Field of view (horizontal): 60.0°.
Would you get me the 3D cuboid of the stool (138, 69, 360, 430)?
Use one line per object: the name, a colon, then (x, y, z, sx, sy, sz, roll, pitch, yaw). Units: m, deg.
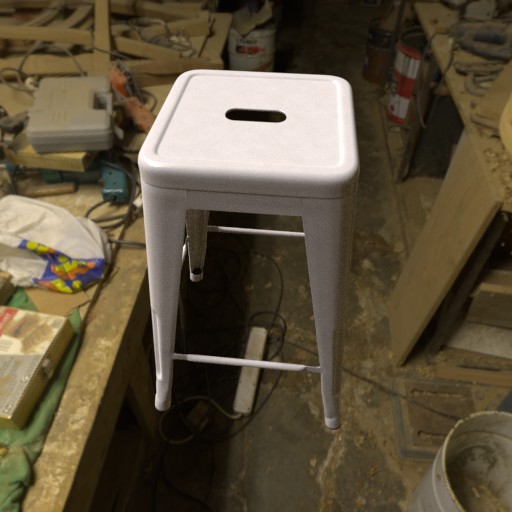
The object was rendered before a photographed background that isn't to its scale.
stool: (0.000, 0.000, 0.874, 0.406, 0.610, 0.406, 4, 46, 4)
